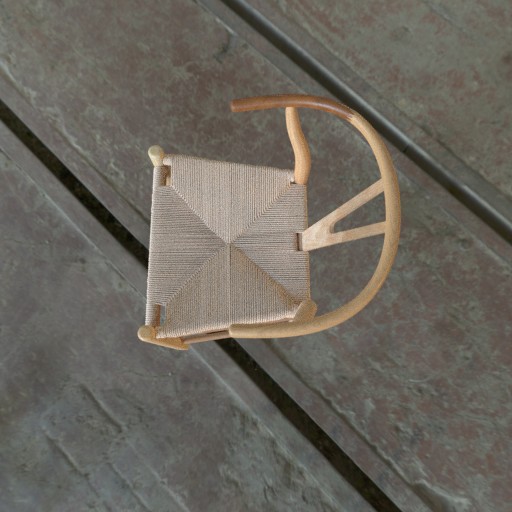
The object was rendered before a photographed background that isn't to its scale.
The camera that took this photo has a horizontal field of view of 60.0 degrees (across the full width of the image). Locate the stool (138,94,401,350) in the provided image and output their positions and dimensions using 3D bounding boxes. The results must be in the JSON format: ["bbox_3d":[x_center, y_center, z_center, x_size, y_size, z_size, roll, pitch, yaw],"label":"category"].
[{"bbox_3d":[0.000,0.000,1.320,0.575,0.923,0.536,0,76,0],"label":"stool"}]
